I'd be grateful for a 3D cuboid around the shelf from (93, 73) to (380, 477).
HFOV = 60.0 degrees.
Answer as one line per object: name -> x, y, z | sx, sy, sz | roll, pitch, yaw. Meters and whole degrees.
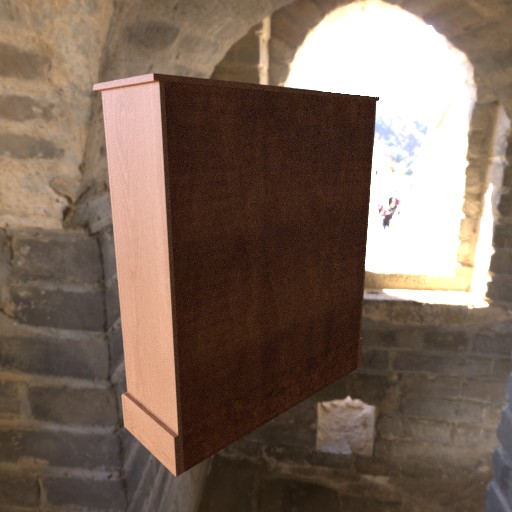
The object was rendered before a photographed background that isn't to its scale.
shelf -> 0.000, 0.000, 1.402 | 0.840, 0.980, 0.291 | -14, 21, -41
